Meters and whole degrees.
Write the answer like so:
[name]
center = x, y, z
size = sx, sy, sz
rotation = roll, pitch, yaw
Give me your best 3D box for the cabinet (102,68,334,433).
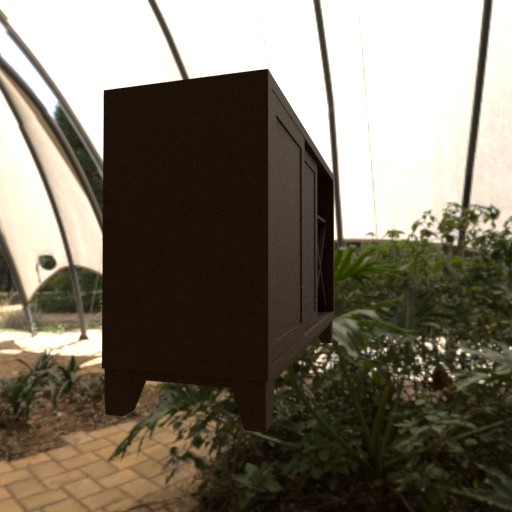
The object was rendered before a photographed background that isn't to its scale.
[cabinet]
center = 0.000, 0.000, 1.843
size = 0.482, 0.914, 1.396
rotation = 0, -1, 17
